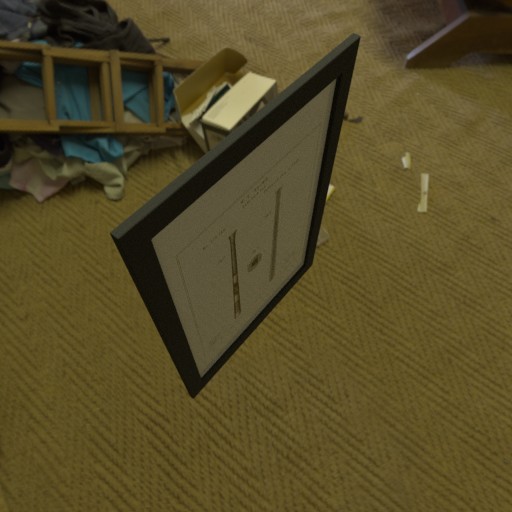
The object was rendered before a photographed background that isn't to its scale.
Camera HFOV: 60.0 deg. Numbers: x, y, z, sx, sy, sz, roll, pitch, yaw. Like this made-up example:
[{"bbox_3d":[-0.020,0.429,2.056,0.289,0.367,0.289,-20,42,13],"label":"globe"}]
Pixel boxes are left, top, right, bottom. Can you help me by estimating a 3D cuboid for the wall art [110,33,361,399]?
[{"bbox_3d":[0.000,0.000,0.671,0.012,0.529,0.374,35,64,20],"label":"wall art"}]
